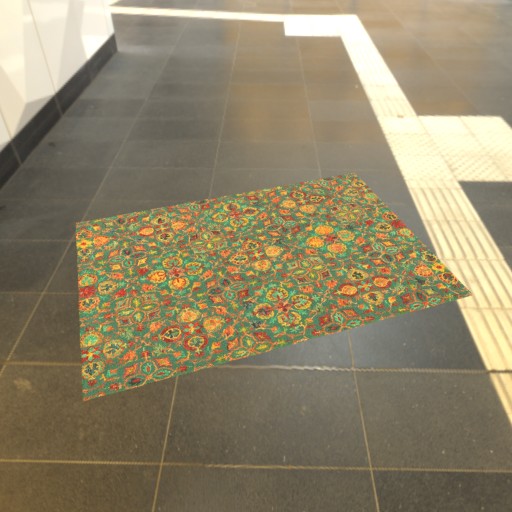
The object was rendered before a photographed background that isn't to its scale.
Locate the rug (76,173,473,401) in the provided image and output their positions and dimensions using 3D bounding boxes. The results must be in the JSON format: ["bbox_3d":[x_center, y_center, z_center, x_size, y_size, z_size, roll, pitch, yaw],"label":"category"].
[{"bbox_3d":[0.000,0.000,2.982,2.290,0.016,1.527,-12,42,-14],"label":"rug"}]
